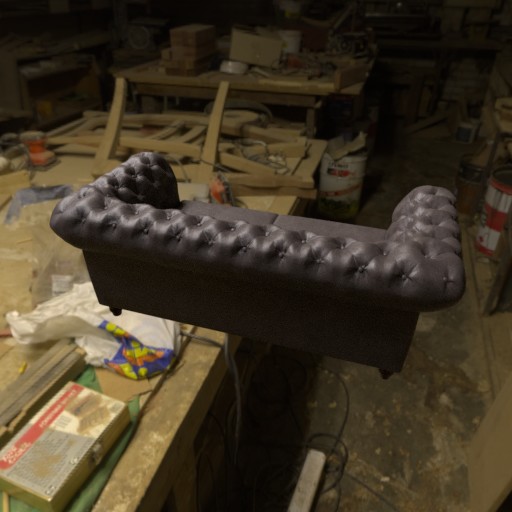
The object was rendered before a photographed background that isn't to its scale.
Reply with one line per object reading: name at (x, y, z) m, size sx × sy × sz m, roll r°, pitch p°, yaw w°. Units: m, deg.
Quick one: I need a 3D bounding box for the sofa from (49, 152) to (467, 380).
sofa at (0.000, 0.000, 2.497) m, size 2.048 × 0.779 × 0.944 m, roll 10°, pitch 34°, yaw 15°
